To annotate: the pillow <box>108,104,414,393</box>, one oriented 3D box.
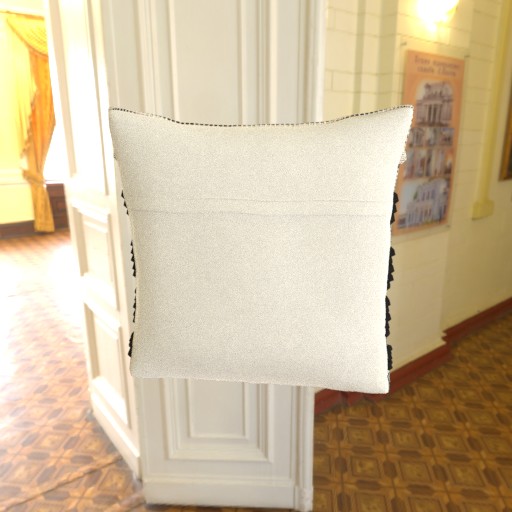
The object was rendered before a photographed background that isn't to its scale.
[{"bbox_3d":[0.000,0.000,0.682,0.436,0.438,0.156,2,15,6],"label":"pillow"}]
